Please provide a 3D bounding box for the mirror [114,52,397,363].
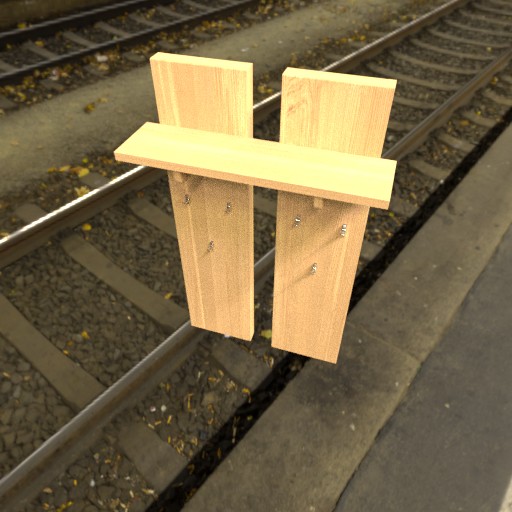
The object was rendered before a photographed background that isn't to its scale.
[{"bbox_3d":[0.000,0.000,1.595,0.800,1.250,0.260,12,44,13],"label":"mirror"}]
